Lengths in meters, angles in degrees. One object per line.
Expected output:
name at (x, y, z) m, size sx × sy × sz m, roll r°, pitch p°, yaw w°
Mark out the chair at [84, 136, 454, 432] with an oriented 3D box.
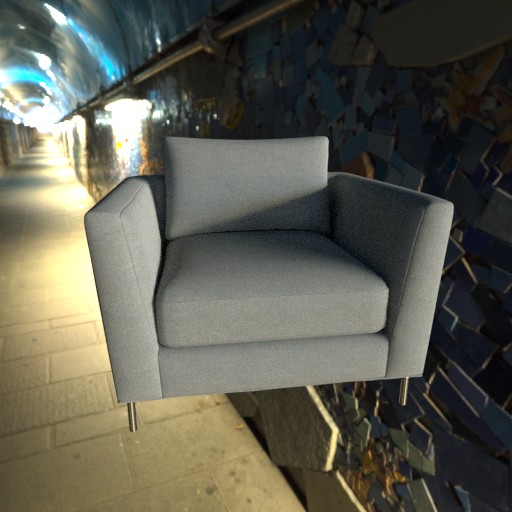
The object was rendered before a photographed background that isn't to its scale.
chair at (0.000, 0.000, 1.680) m, size 1.041 × 0.864 × 0.889 m, roll -3°, pitch 16°, yaw -9°
